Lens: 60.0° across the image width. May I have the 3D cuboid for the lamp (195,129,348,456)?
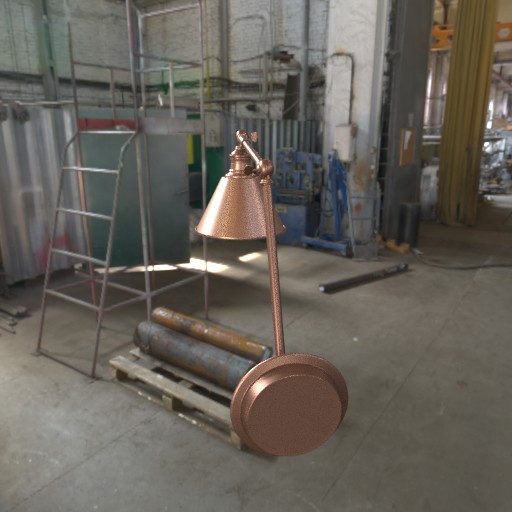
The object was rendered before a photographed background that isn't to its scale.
[{"bbox_3d":[0.000,0.000,0.907,0.223,0.502,0.624,-3,16,-10],"label":"lamp"}]
